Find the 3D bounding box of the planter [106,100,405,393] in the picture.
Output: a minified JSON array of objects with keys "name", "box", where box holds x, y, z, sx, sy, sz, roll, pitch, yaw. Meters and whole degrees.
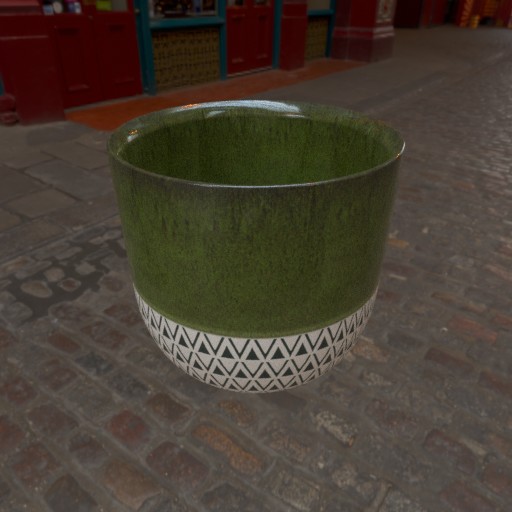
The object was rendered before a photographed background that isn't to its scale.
[{"name":"planter","box":[0.000,0.000,0.479,0.266,0.270,0.266,0,31,0]}]
